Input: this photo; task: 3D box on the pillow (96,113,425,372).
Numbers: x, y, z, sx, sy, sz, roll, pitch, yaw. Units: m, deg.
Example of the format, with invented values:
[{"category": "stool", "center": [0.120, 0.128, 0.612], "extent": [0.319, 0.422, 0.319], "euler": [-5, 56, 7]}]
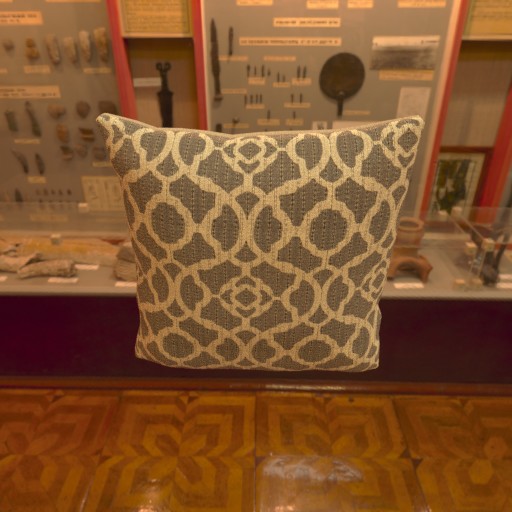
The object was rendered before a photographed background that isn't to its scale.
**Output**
[{"category": "pillow", "center": [0.000, 0.000, 0.802], "extent": [0.508, 0.498, 0.215], "euler": [1, 30, 2]}]
